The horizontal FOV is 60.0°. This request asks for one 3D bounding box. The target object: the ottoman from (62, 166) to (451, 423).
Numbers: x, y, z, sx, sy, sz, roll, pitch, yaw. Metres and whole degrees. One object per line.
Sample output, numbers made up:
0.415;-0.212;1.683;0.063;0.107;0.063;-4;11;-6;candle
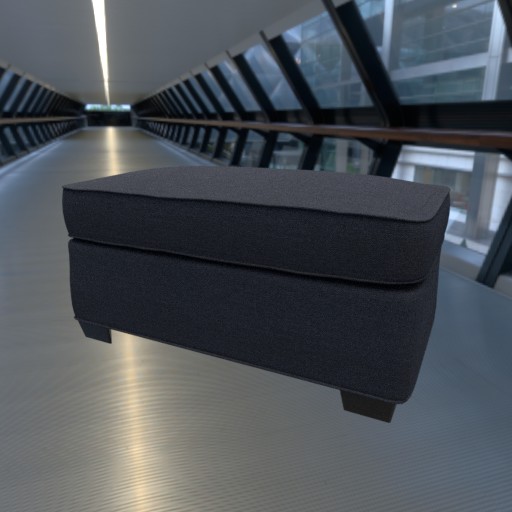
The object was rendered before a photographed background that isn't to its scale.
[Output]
0.000;0.000;1.170;0.895;0.453;0.505;8;18;26;ottoman
